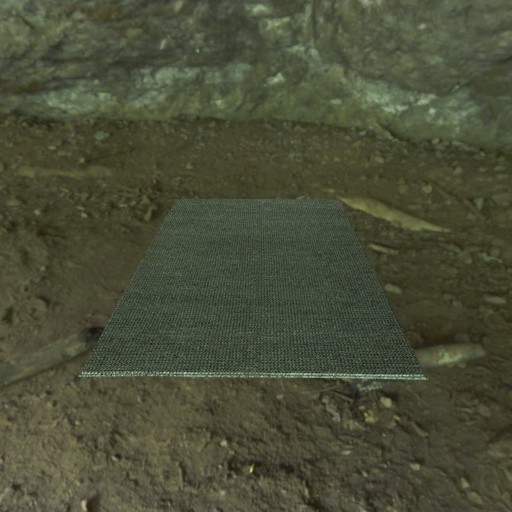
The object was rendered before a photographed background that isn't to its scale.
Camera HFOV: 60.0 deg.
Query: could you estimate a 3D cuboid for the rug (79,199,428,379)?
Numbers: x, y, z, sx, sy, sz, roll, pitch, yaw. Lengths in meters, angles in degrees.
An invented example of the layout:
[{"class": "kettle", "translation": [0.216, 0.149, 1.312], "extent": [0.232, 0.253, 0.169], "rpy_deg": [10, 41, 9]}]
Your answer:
[{"class": "rug", "translation": [0.000, 0.000, 3.046], "extent": [1.538, 0.021, 2.443], "rpy_deg": [0, 26, 1]}]
